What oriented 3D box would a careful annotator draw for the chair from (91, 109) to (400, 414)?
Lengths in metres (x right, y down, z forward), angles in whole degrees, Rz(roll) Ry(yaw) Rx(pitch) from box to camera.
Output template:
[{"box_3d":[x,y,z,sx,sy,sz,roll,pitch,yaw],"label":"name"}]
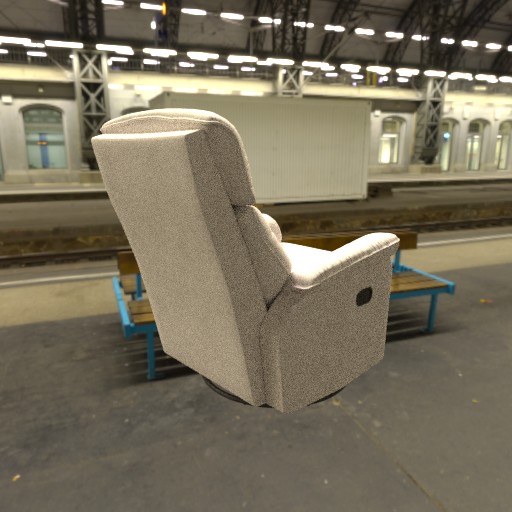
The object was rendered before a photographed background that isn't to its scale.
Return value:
[{"box_3d":[0.000,0.000,1.725,1.001,1.039,0.820,-13,19,-42],"label":"chair"}]
